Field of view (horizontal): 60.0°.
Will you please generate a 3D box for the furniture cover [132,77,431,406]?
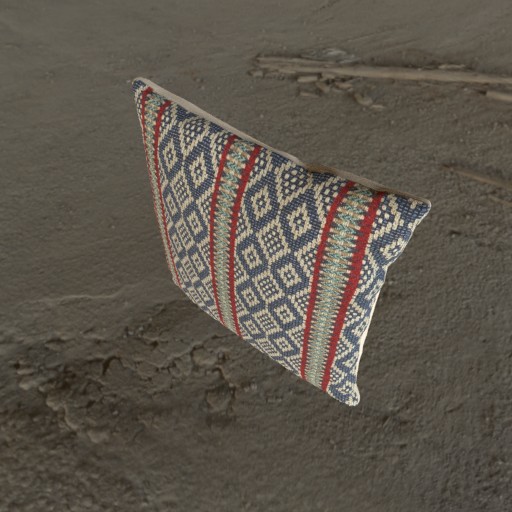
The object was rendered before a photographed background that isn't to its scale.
[{"bbox_3d":[0.000,0.000,0.669,0.431,0.431,0.139,30,54,26],"label":"furniture cover"}]
